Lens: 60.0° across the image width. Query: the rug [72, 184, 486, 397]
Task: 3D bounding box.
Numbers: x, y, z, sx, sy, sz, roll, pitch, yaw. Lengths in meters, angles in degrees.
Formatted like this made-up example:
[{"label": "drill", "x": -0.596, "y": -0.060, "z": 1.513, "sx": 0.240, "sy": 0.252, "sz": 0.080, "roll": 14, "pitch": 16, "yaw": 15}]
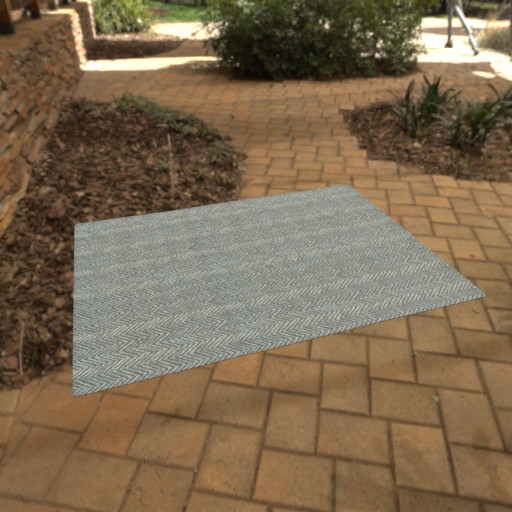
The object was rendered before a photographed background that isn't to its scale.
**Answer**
[{"label": "rug", "x": 0.000, "y": 0.000, "z": 5.089, "sx": 3.957, "sy": 0.011, "sz": 2.894, "roll": -10, "pitch": 34, "yaw": -15}]
